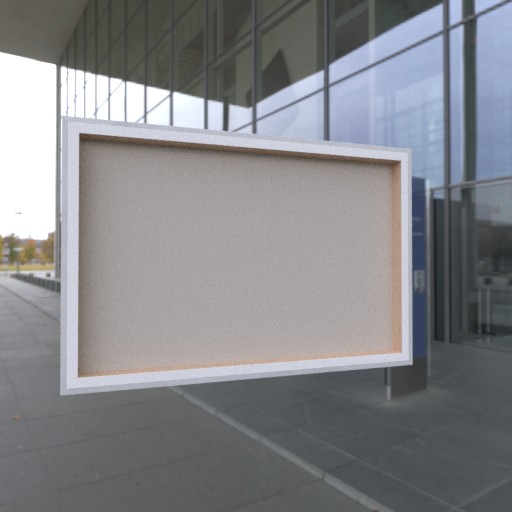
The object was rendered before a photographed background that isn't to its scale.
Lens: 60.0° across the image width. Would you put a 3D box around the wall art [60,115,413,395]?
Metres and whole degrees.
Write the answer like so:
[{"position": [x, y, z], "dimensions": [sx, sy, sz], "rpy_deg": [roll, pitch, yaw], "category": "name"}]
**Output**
[{"position": [0.000, 0.000, 0.758], "dimensions": [0.609, 0.407, 0.038], "rpy_deg": [0, -1, -19], "category": "wall art"}]
